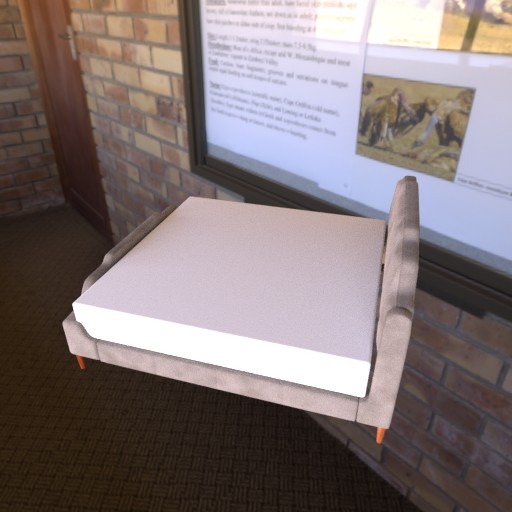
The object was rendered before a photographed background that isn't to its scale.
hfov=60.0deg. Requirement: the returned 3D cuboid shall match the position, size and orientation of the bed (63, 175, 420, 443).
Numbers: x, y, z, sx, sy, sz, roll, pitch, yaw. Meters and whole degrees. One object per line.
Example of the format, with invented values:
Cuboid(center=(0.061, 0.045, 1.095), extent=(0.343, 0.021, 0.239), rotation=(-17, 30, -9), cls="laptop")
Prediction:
Cuboid(center=(0.000, 0.000, 3.634), extent=(2.340, 1.245, 2.074), rotation=(9, 32, 14), cls="bed")
